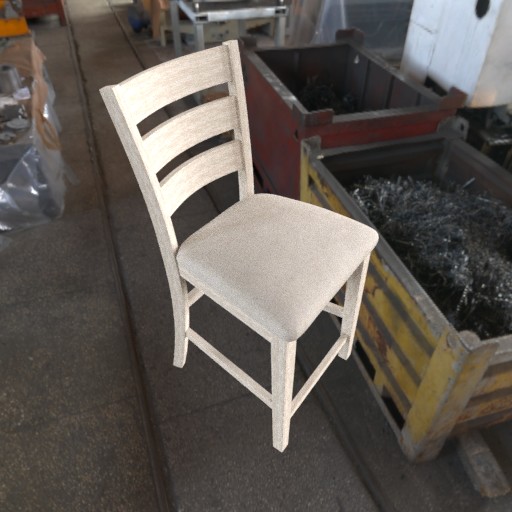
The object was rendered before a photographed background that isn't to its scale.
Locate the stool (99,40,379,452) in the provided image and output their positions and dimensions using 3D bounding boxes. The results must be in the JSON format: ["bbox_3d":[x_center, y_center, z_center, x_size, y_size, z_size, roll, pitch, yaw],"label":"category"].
[{"bbox_3d":[0.000,0.000,1.311,0.569,1.032,0.484,26,47,26],"label":"stool"}]
